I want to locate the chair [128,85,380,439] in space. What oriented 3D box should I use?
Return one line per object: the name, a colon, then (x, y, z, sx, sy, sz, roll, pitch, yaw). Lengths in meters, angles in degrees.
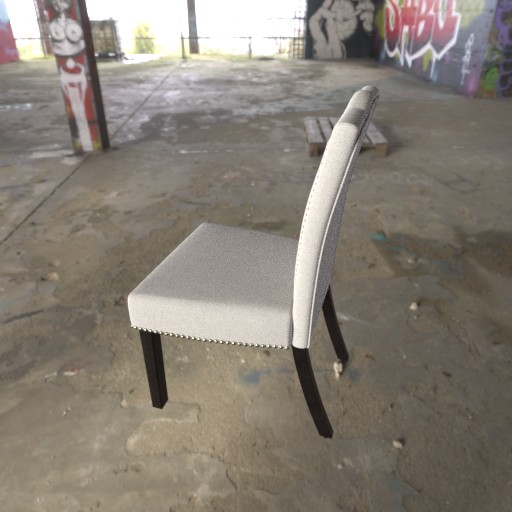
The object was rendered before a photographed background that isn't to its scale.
chair: (0.000, 0.000, 1.305, 0.589, 0.946, 0.518, 9, 30, 16)
